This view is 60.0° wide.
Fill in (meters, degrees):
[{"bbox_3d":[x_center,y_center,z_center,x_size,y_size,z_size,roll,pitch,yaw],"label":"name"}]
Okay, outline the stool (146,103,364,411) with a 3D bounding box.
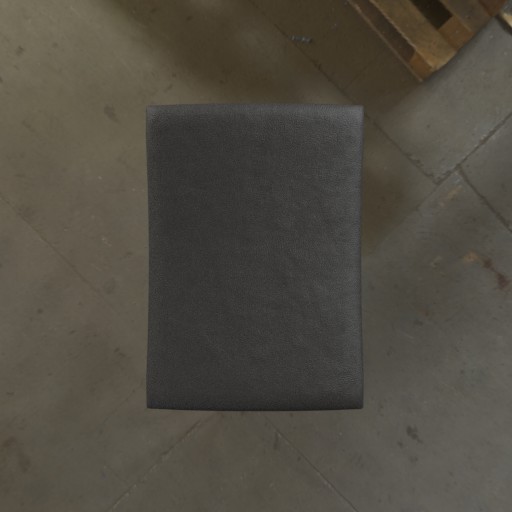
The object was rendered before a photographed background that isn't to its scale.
[{"bbox_3d":[0.000,0.000,0.937,0.353,0.664,0.490,0,90,0],"label":"stool"}]
